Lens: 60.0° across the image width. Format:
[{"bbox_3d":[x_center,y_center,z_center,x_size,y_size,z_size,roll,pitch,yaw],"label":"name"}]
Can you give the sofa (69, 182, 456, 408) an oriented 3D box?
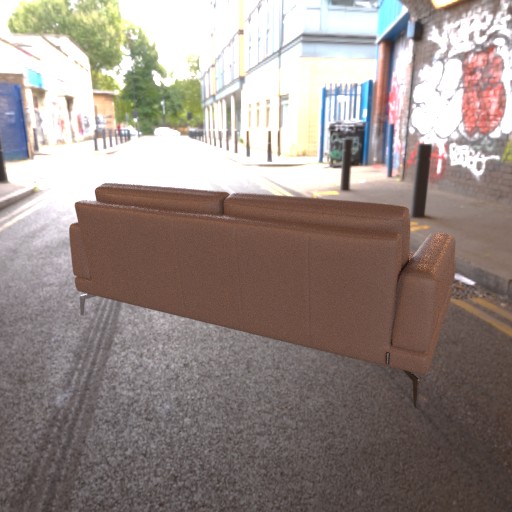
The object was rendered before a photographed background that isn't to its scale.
[{"bbox_3d":[0.000,0.000,2.400,1.940,0.765,0.974,9,18,27],"label":"sofa"}]
